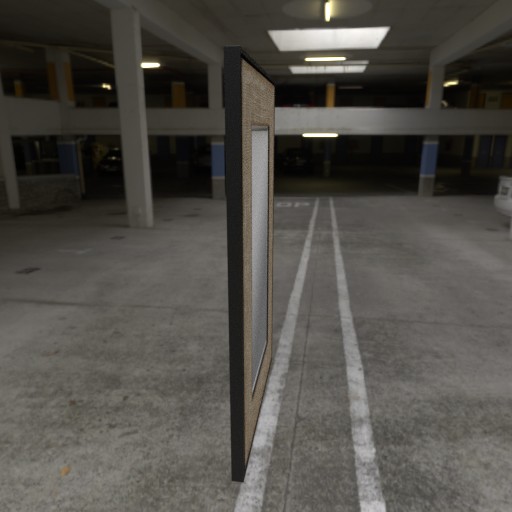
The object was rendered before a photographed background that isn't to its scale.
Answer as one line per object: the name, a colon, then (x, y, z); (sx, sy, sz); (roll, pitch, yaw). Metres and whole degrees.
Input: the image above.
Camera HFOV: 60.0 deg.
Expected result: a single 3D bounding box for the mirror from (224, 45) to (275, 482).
mirror: (0.000, 0.000, 1.549); (0.038, 1.219, 0.762); (2, 16, 8)
